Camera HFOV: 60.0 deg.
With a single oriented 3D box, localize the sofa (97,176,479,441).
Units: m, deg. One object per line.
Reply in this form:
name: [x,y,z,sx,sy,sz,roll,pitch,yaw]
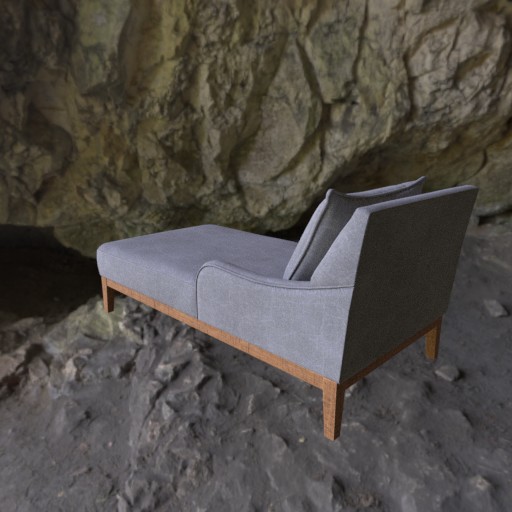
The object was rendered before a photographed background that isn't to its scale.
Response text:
sofa: [0.000,0.000,2.266,1.779,0.859,0.894,15,21,43]
